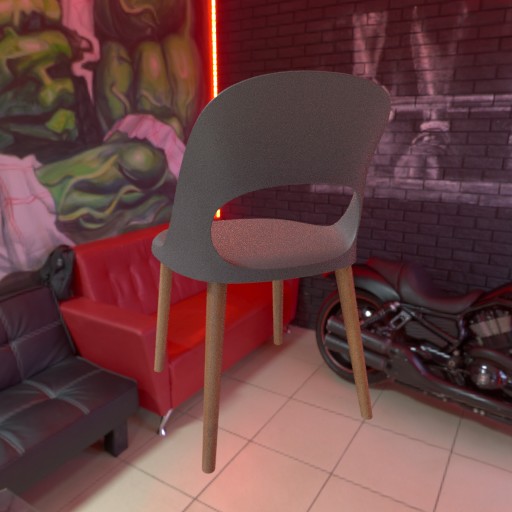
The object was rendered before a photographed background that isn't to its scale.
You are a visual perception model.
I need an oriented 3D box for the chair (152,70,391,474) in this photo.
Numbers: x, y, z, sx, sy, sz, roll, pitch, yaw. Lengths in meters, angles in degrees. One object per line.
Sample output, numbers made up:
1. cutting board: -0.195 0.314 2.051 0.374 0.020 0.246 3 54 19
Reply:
1. chair: 0.000 0.000 1.109 0.470 0.795 0.556 -7 17 -25
